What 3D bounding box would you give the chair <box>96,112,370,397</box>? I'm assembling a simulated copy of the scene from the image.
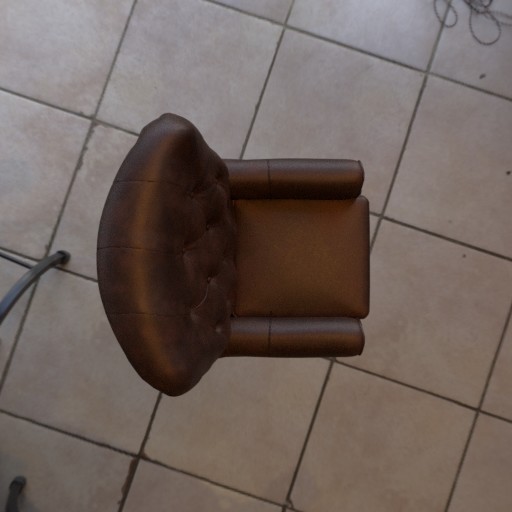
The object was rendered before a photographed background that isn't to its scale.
[{"bbox_3d":[0.000,0.000,1.973,1.058,1.158,0.948,0,89,0],"label":"chair"}]
